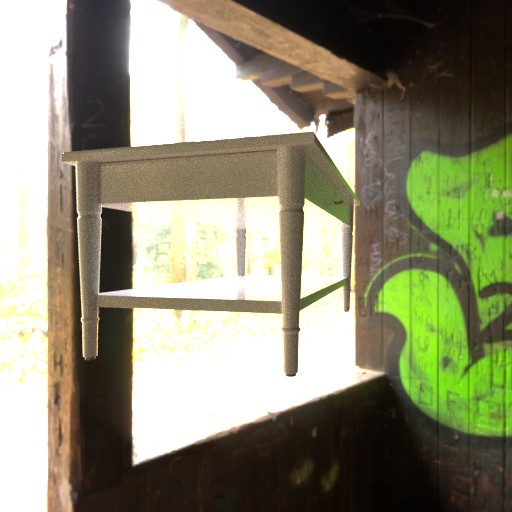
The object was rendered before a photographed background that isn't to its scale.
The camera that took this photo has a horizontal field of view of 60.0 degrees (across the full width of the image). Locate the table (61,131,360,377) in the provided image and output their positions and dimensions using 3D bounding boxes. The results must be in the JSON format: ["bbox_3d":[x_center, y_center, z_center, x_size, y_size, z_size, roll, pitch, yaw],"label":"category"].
[{"bbox_3d":[0.000,0.000,1.397,0.559,0.457,1.067,0,0,17],"label":"table"}]
